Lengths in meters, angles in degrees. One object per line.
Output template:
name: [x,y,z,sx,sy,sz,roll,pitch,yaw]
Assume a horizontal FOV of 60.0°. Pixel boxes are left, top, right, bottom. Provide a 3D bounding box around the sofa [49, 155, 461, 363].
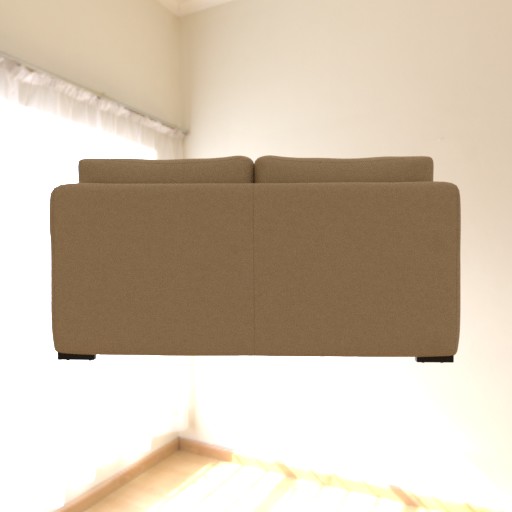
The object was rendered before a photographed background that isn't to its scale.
sofa: [0.000,0.000,2.467,1.885,0.967,0.962,0,0,2]
